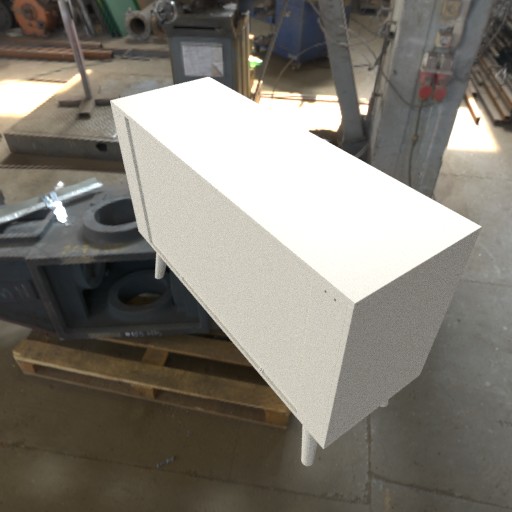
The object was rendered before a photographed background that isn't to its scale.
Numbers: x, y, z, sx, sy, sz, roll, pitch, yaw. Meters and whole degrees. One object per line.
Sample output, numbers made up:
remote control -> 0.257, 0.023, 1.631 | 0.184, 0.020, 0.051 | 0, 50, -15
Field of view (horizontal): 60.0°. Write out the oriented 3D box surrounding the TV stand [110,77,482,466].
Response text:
TV stand -> 0.000, 0.000, 1.548 | 0.406, 0.812, 1.193 | -25, 47, -26
